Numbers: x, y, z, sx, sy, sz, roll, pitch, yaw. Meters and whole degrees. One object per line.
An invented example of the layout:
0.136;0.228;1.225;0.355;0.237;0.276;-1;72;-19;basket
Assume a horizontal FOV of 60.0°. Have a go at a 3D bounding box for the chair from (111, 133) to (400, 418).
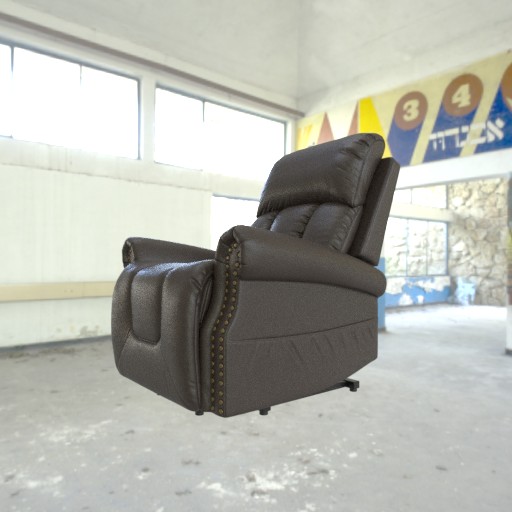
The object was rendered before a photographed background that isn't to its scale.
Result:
0.000;0.000;1.752;0.978;1.028;0.869;1;-1;-38;chair
